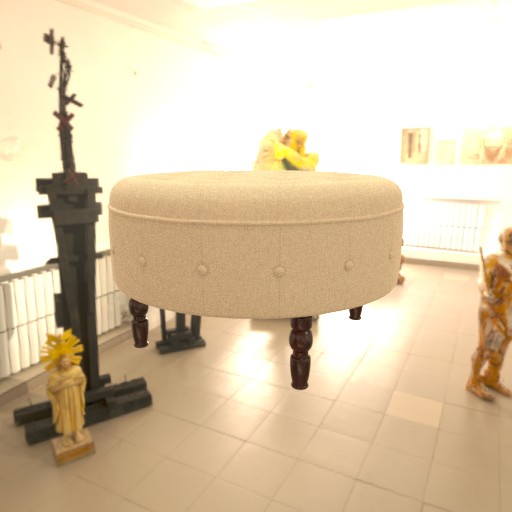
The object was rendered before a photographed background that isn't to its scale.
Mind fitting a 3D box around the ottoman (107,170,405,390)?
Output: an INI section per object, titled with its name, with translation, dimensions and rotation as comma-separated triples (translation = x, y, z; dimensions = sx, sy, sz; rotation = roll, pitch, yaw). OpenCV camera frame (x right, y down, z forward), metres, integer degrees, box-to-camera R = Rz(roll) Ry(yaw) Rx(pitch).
[ottoman]
translation = 0.000, 0.000, 1.367
dimensions = 0.848, 0.494, 0.848
rotation = 0, 13, 0
